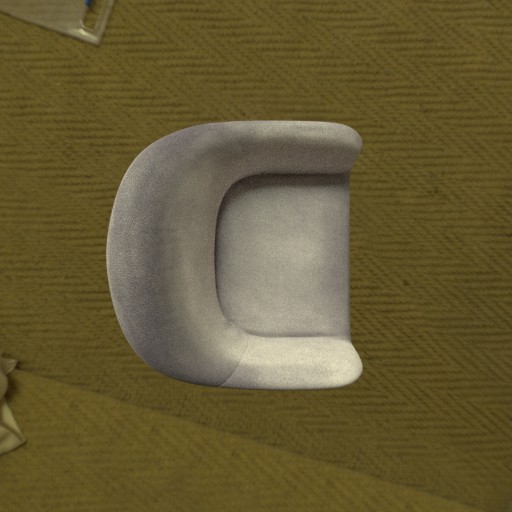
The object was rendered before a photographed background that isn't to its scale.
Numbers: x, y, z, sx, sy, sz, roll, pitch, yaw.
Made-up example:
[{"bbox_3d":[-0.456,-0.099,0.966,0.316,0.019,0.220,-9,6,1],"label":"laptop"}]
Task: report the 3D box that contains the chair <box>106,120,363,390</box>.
[{"bbox_3d":[0.000,0.000,1.143,0.540,0.780,0.570,0,90,-1],"label":"chair"}]
